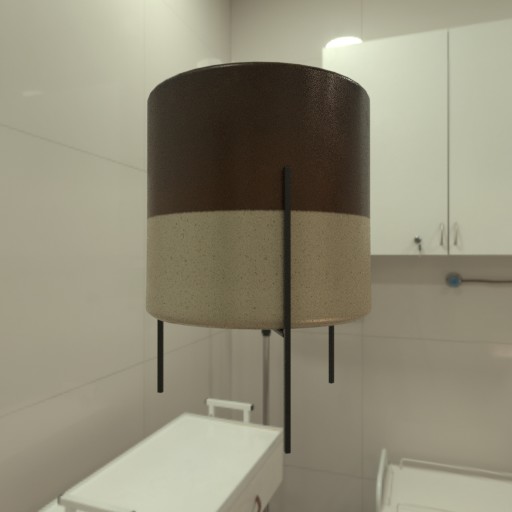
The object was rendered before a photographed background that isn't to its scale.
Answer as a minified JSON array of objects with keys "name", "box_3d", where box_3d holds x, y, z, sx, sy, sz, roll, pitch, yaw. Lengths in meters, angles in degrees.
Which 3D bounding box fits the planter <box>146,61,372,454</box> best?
[{"name":"planter","box_3d":[0.000,0.000,0.700,0.354,0.465,0.345,0,0,19]}]
